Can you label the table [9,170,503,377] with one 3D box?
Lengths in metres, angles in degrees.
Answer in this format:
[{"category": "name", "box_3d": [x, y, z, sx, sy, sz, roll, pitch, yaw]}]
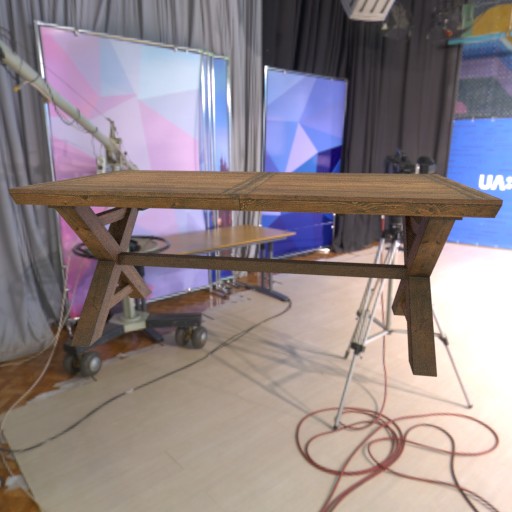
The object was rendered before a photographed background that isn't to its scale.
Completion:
[{"category": "table", "box_3d": [0.000, 0.000, 2.347, 1.966, 0.793, 1.071, 3, 16, 10]}]
